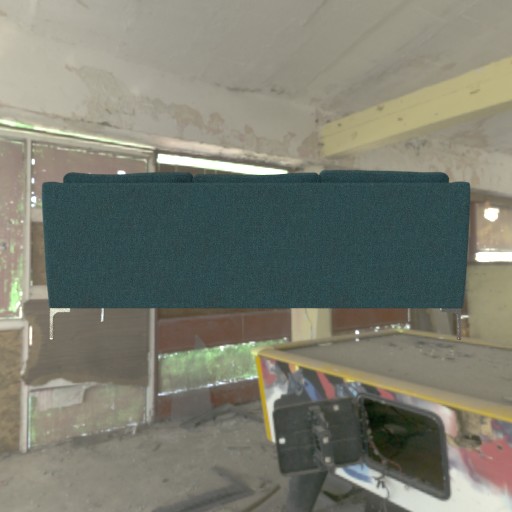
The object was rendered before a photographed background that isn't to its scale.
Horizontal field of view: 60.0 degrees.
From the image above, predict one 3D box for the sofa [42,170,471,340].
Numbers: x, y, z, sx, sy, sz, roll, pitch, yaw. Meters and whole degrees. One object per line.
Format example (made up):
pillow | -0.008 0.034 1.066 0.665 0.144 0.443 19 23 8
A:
sofa | 0.000 0.000 2.503 2.060 0.837 0.849 0 -2 0
